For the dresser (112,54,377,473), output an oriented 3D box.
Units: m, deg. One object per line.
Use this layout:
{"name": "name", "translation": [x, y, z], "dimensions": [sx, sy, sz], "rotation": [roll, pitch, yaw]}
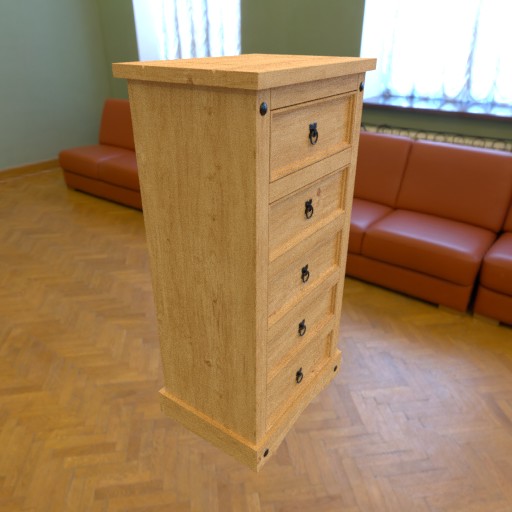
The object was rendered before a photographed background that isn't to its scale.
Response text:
{"name": "dresser", "translation": [0.000, 0.000, 1.288], "dimensions": [0.390, 1.041, 0.531], "rotation": [18, 32, 31]}
